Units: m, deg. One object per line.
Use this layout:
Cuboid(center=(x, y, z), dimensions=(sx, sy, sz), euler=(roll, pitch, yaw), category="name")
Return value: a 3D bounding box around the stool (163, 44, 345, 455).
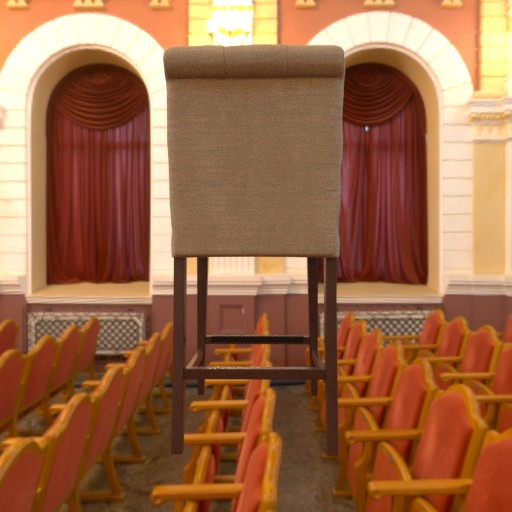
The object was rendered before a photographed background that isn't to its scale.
Cuboid(center=(0.000, 0.000, 1.430), dimensions=(0.486, 1.084, 0.660), euler=(0, 0, 1), category="stool")
